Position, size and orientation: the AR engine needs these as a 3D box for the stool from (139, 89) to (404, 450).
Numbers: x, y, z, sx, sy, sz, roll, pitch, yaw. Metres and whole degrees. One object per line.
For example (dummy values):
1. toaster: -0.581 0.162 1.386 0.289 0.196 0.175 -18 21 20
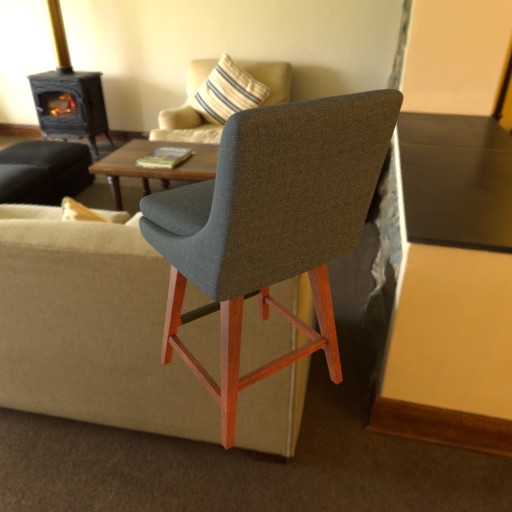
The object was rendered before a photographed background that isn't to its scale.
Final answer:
1. stool: 0.000 0.000 1.209 0.467 0.895 0.524 -19 35 -30
